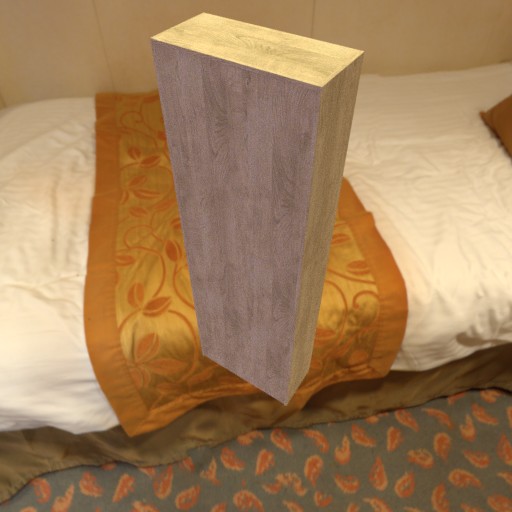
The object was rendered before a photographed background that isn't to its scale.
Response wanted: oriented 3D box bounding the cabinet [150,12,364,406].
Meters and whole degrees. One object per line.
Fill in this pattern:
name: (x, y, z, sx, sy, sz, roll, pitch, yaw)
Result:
cabinet: (0.000, 0.000, 1.760, 0.520, 1.630, 0.250, 25, 52, 22)
